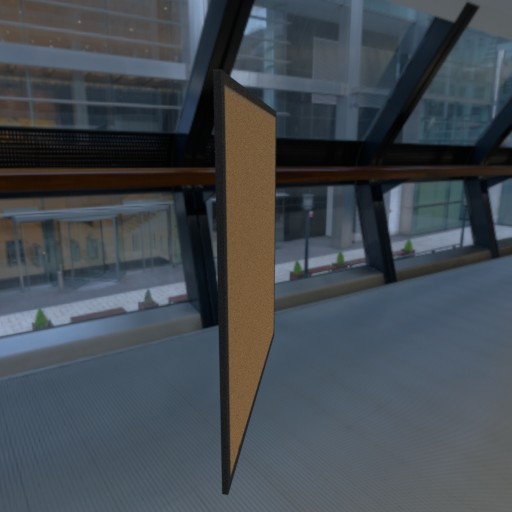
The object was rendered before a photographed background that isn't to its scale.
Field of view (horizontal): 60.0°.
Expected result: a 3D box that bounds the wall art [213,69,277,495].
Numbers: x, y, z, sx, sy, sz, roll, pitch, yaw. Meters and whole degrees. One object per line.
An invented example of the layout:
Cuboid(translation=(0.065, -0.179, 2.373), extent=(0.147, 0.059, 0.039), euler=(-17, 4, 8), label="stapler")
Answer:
Cuboid(translation=(0.000, 0.000, 1.220), extent=(0.013, 0.823, 0.823), euler=(2, 14, 9), label="wall art")
